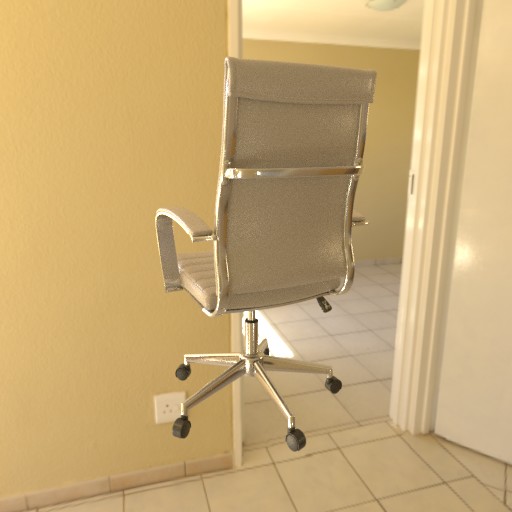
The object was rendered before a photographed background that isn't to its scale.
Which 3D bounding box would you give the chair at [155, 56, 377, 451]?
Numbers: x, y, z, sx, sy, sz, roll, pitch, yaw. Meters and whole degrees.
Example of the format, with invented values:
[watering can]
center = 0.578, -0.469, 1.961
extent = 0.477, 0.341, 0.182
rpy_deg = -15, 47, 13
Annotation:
[chair]
center = 0.000, 0.000, 1.529
extent = 0.679, 1.149, 0.667
rpy_deg = -7, 16, -25
